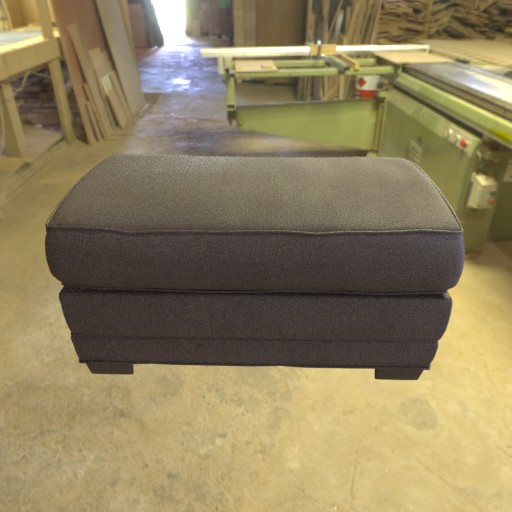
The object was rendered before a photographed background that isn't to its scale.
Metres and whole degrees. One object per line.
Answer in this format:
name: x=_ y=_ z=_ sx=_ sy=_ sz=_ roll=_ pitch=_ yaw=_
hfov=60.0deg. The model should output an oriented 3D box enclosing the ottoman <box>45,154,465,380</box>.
ottoman: x=0.000 y=0.000 z=1.152 sx=0.864 sy=0.448 sz=0.490 roll=1 pitch=31 yaw=1
